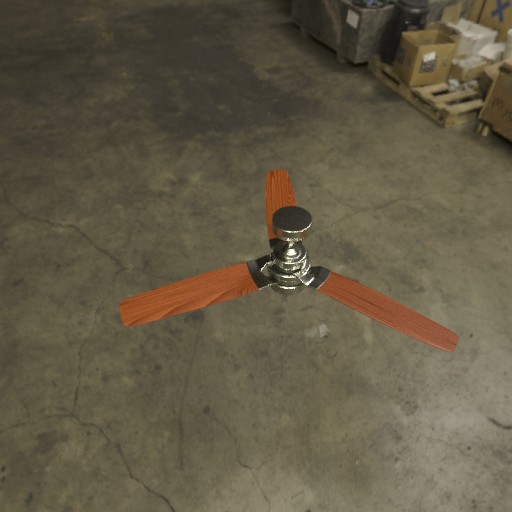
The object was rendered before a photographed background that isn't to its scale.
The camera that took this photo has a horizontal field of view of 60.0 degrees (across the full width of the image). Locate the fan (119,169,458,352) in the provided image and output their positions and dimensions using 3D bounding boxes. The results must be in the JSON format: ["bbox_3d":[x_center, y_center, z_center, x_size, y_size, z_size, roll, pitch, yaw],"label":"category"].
[{"bbox_3d":[0.000,0.000,2.015,1.271,0.410,1.416,-16,48,-15],"label":"fan"}]
